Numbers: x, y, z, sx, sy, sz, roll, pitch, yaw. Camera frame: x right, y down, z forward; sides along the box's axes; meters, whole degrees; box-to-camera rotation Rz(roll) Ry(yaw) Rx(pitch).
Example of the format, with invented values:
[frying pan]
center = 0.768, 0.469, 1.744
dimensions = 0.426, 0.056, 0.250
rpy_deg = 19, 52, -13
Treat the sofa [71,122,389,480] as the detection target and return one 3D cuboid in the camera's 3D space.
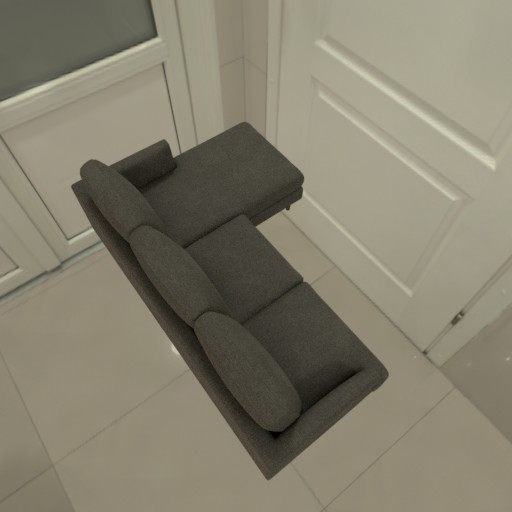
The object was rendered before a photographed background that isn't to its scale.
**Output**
[sofa]
center = 0.000, 0.000, 2.978
dimensions = 1.504, 0.956, 2.233
rpy_deg = -33, 64, -19
